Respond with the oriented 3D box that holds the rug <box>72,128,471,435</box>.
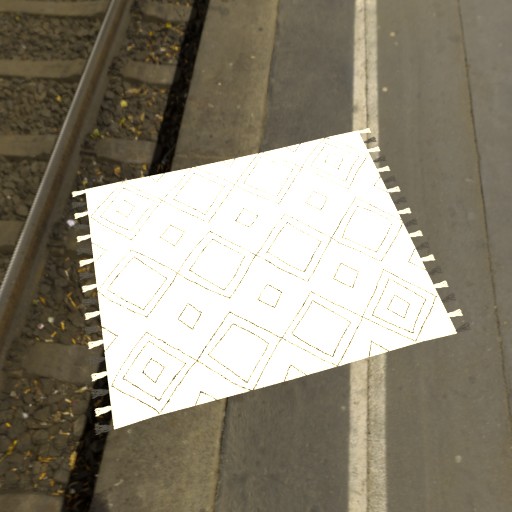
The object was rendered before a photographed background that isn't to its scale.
[{"bbox_3d":[0.000,0.000,4.130,3.221,0.026,2.342,-14,64,-7],"label":"rug"}]
